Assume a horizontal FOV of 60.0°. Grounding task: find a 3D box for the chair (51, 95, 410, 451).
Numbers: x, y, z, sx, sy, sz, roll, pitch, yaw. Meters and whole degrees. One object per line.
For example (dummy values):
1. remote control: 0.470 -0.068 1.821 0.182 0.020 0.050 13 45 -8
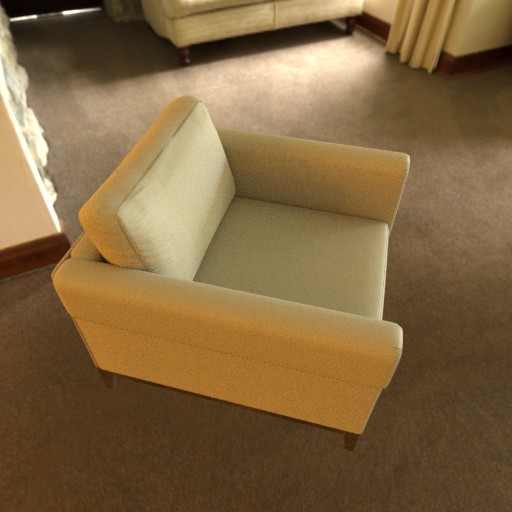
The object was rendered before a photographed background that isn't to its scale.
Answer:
1. chair: 0.000 0.000 1.606 0.959 0.838 0.914 11 47 10
